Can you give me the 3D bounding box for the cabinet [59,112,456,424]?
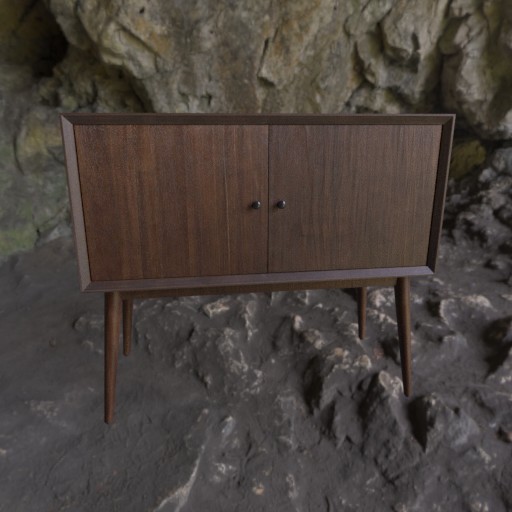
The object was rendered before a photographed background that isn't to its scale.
[{"bbox_3d":[0.000,0.000,1.080,0.743,0.654,0.354,-2,17,-8],"label":"cabinet"}]
